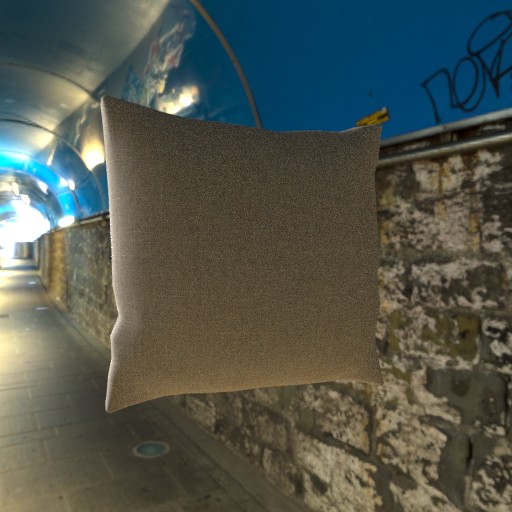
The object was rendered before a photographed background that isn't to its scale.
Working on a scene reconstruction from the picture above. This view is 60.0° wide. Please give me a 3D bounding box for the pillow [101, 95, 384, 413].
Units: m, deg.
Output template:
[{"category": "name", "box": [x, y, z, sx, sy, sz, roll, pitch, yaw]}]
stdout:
[{"category": "pillow", "box": [0.000, 0.000, 0.773, 0.508, 0.498, 0.215, 0, 1, -18]}]
